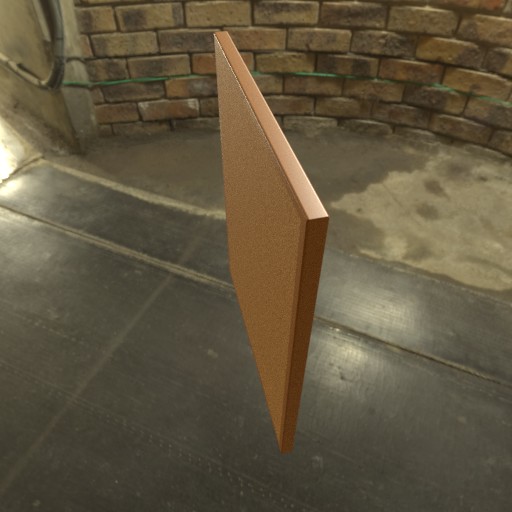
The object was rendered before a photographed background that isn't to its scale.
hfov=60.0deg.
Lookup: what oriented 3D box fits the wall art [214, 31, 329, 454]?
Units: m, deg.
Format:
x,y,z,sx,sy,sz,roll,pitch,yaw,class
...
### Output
x,y,z,sx,sy,sz,roll,pitch,yaw,class
0.000,0.000,0.506,0.015,0.379,0.310,-10,47,-10,wall art
